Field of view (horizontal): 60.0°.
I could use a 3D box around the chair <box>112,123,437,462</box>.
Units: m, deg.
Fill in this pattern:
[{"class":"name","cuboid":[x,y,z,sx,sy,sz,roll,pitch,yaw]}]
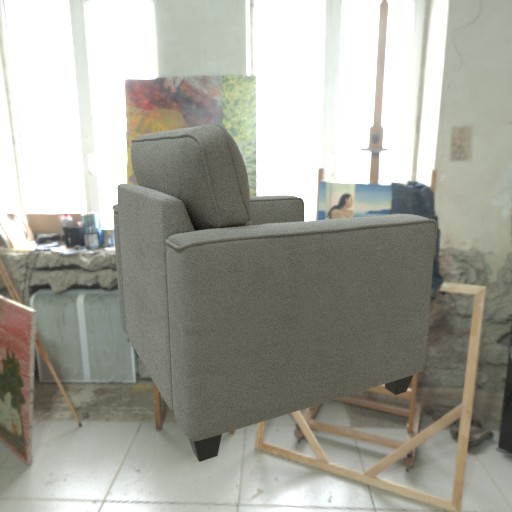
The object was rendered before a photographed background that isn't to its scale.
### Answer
[{"class":"chair","cuboid":[0.000,0.000,1.774,0.939,0.965,1.015,-7,15,-27]}]
